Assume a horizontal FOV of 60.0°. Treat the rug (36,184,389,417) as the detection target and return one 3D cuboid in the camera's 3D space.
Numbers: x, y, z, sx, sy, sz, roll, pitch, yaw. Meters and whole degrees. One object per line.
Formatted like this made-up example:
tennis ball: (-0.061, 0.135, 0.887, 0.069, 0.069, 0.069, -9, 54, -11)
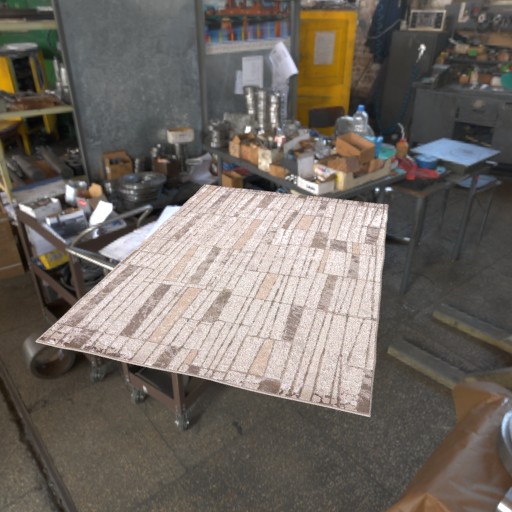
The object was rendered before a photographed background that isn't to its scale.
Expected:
rug: (0.000, 0.000, 4.389, 2.449, 0.019, 3.357, 8, 31, 14)
